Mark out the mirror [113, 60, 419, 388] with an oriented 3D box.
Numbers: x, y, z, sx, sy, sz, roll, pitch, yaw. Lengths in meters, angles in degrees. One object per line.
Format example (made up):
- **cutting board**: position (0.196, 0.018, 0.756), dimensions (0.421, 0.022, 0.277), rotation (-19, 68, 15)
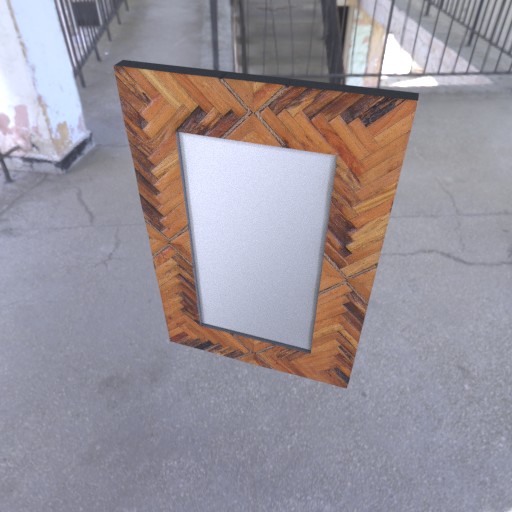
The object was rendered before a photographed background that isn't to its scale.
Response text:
- **mirror**: position (0.000, 0.000, 1.158), dimensions (0.606, 0.912, 0.044), rotation (12, 43, 13)
